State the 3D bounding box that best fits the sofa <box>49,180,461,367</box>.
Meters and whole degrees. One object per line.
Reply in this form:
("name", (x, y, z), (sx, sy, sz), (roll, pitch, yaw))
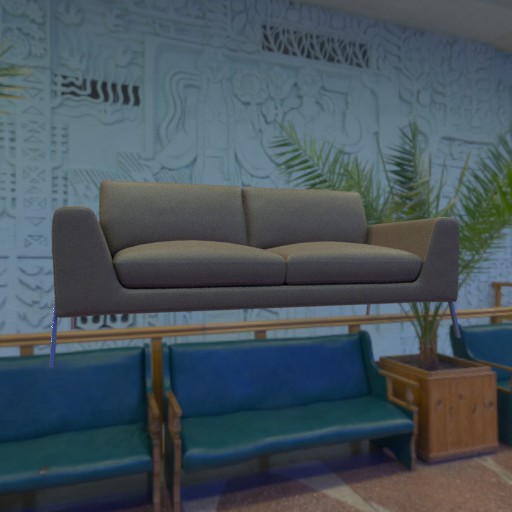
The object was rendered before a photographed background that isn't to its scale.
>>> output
("sofa", (0.000, 0.000, 2.501), (2.017, 0.875, 0.953), (0, 0, -18))
